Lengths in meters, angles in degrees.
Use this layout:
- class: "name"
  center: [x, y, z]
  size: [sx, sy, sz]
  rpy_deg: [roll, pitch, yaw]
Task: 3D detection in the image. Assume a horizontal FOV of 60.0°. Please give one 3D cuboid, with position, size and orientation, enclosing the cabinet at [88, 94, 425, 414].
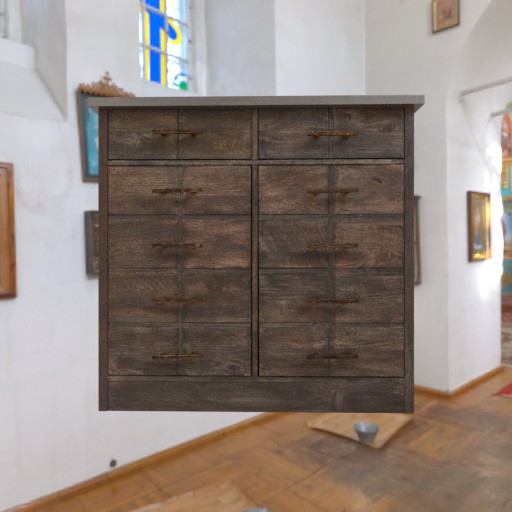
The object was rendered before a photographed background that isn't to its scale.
- class: "cabinet"
  center: [0.000, 0.000, 1.435]
  size: [0.968, 0.919, 0.338]
  rpy_deg: [0, 0, 1]
